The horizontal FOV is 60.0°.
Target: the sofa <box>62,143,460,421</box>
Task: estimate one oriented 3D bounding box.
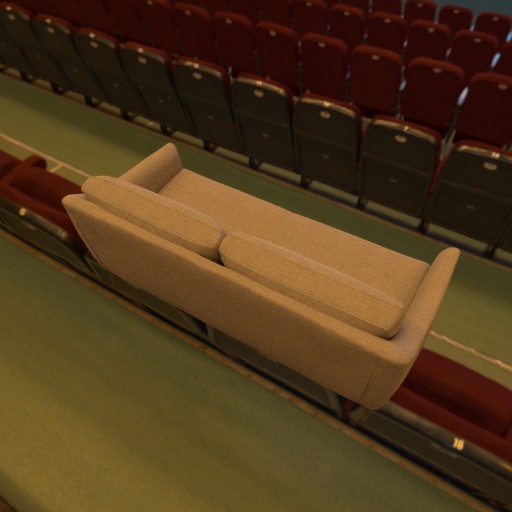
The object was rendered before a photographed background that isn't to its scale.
[{"bbox_3d":[0.000,0.000,2.586,2.036,0.913,0.980,24,52,21],"label":"sofa"}]
